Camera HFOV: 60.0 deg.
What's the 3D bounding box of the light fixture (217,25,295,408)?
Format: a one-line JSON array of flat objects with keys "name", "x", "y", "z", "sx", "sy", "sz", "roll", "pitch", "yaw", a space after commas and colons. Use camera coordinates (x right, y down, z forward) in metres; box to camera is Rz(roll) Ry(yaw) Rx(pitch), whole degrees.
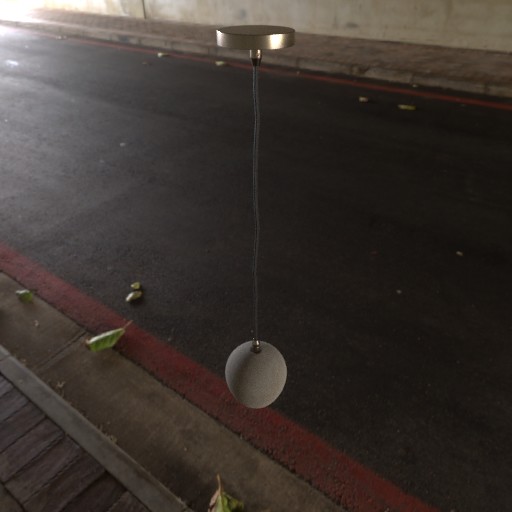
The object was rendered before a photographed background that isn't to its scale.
[{"name": "light fixture", "x": 0.000, "y": 0.000, "z": 0.834, "sx": 0.139, "sy": 0.764, "sz": 0.139, "roll": -12, "pitch": 35, "yaw": -17}]
